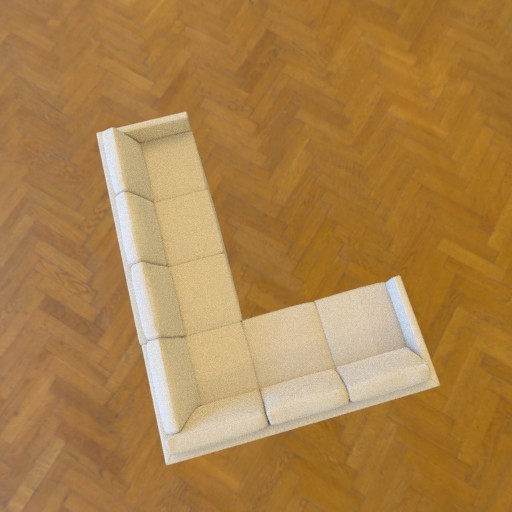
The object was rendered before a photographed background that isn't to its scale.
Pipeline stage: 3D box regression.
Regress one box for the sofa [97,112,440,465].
[{"bbox_3d":[0.000,0.000,4.337,2.432,0.863,3.182,-15,76,-4],"label":"sofa"}]
